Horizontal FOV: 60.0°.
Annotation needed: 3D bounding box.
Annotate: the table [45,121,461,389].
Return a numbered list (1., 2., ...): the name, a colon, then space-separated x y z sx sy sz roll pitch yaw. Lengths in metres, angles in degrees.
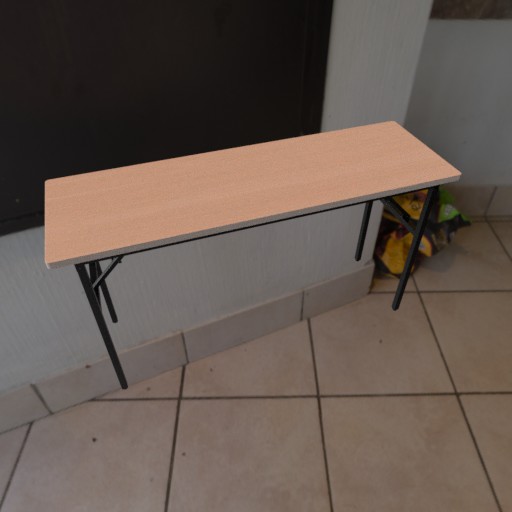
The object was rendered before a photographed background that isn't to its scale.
1. table: 0.000 0.000 1.808 1.397 0.750 0.447 -13 44 -14
